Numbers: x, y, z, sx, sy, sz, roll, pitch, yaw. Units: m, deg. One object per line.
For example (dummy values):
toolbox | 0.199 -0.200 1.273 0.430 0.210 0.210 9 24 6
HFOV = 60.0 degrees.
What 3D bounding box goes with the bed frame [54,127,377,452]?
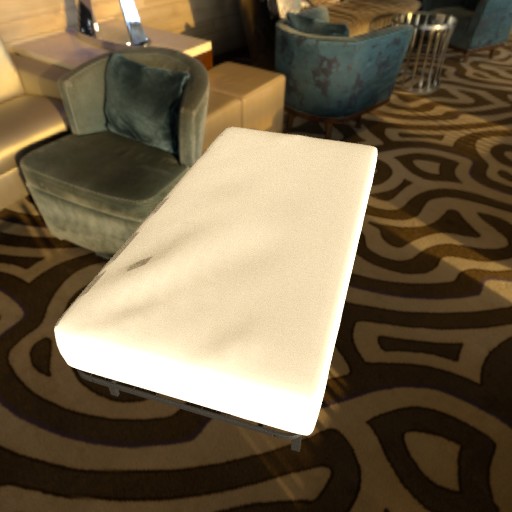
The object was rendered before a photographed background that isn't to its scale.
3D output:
bed frame | 0.000 0.000 2.380 1.025 0.640 1.908 12 42 13
